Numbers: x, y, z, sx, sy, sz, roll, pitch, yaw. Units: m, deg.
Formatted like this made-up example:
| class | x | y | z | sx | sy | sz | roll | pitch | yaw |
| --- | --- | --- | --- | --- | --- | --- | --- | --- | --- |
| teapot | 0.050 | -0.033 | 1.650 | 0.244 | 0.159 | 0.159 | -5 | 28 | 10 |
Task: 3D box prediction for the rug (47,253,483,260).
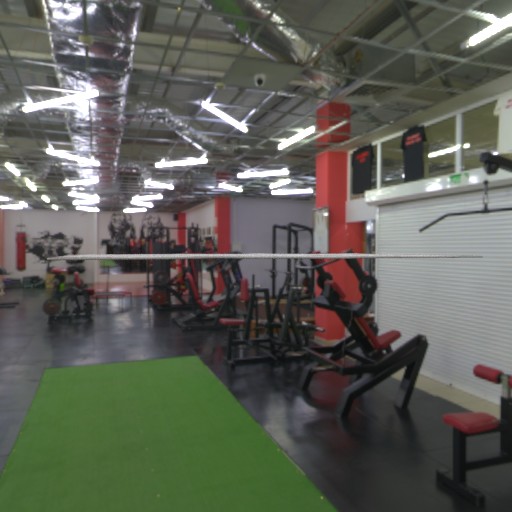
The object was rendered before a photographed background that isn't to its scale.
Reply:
| class | x | y | z | sx | sy | sz | roll | pitch | yaw |
| --- | --- | --- | --- | --- | --- | --- | --- | --- | --- |
| rug | 0.000 | 0.000 | 3.076 | 2.444 | 0.023 | 1.531 | 0 | 1 | -17 |
